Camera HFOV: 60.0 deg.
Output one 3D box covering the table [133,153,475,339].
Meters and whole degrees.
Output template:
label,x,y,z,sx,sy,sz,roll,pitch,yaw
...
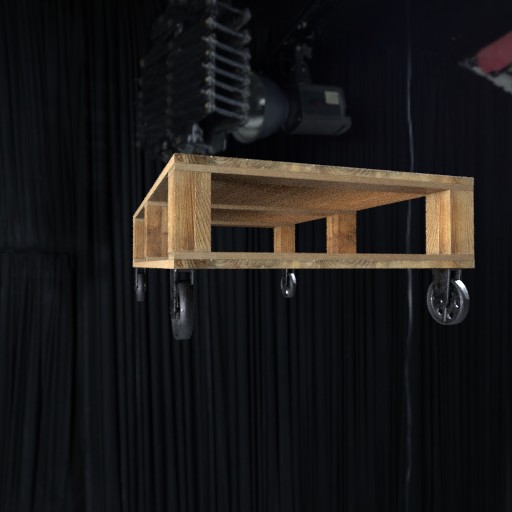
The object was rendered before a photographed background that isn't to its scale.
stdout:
label,x,y,z,sx,sy,sz,roll,pitch,yaw
table,0.000,0.000,1.704,0.827,0.413,1.299,0,-1,-19
